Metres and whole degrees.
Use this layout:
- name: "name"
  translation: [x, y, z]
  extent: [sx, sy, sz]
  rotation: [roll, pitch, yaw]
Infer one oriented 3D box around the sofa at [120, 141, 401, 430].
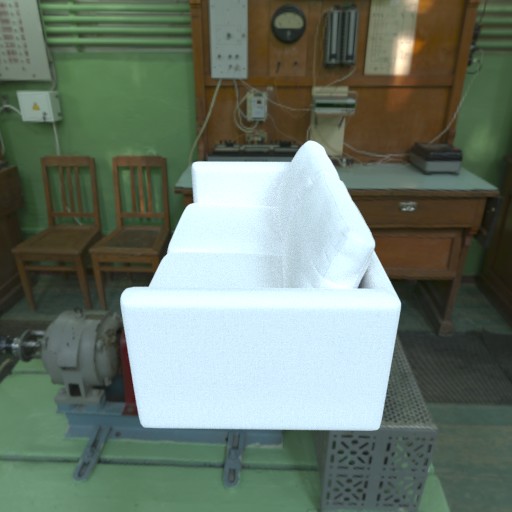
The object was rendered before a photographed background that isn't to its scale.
- name: "sofa"
  translation: [0.000, 0.000, 2.249]
  extent: [0.940, 0.893, 1.713]
  rotation: [0, 26, 1]
